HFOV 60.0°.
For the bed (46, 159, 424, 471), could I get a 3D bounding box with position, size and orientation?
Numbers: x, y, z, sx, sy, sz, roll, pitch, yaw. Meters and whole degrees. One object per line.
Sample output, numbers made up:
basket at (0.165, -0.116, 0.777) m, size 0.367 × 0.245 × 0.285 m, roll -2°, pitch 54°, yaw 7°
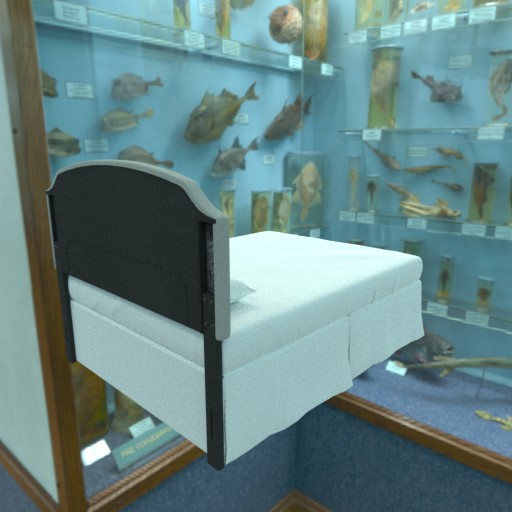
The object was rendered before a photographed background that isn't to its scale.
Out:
bed at (0.000, 0.000, 2.900) m, size 1.558 × 1.270 × 1.999 m, roll 13°, pitch 19°, yaw 42°
